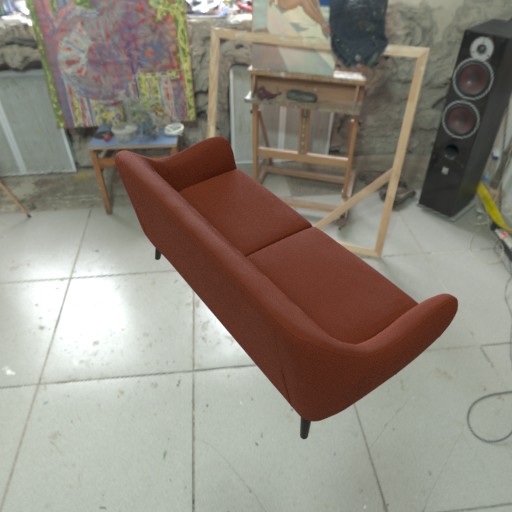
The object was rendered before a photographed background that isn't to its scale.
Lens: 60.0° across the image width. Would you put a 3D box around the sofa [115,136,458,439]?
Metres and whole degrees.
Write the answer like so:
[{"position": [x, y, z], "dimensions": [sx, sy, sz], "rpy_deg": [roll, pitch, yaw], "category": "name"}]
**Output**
[{"position": [0.000, 0.000, 2.324], "dimensions": [0.820, 0.836, 1.840], "rpy_deg": [-25, 47, -26], "category": "sofa"}]
